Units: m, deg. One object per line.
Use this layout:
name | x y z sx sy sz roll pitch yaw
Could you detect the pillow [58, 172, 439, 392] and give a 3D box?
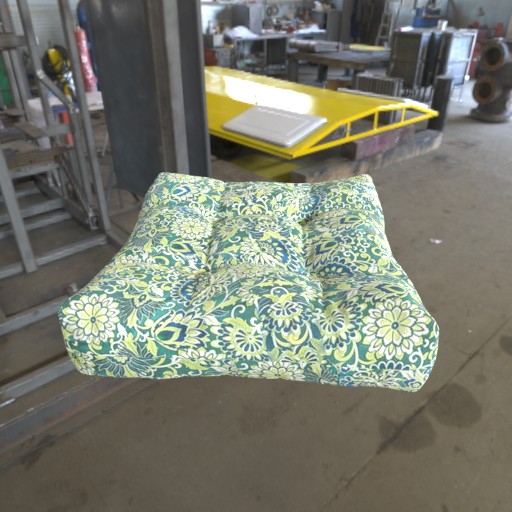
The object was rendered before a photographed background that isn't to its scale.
pillow | 0.000 0.000 0.733 0.468 0.128 0.490 2 31 3
